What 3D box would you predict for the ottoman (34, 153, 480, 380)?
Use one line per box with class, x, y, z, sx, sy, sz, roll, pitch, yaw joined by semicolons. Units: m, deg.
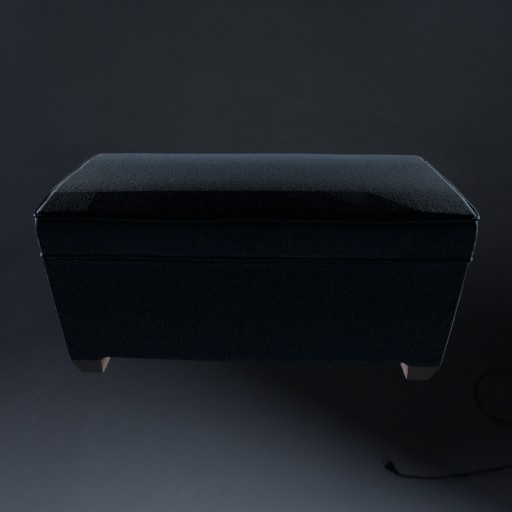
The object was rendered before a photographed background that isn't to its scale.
ottoman;0.000;0.000;1.195;0.943;0.474;0.474;1;30;1
